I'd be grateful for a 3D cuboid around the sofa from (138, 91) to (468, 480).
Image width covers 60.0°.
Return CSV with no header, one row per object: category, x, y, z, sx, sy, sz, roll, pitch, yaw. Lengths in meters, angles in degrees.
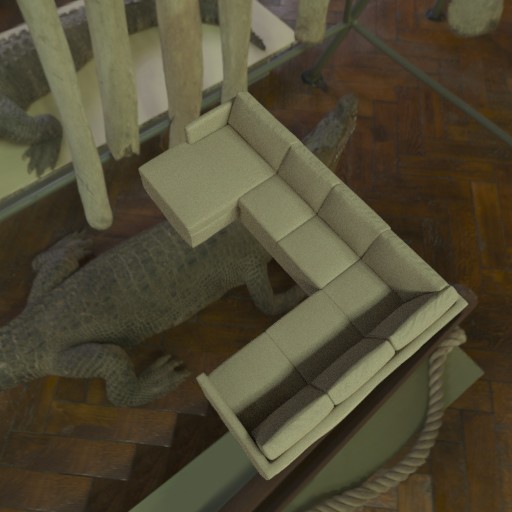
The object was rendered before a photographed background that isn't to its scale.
sofa,0.000,0.000,4.666,2.476,0.878,3.528,-35,69,-16
